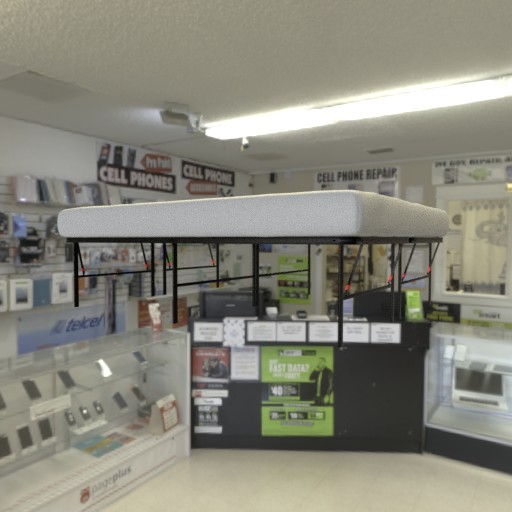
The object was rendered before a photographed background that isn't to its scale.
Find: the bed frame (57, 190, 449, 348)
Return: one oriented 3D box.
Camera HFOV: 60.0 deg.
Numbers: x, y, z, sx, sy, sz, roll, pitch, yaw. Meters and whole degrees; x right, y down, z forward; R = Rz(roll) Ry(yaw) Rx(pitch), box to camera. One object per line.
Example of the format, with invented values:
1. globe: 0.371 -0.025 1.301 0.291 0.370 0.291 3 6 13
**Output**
1. bed frame: 0.000 0.000 2.929 2.151 0.667 1.584 2 3 35
